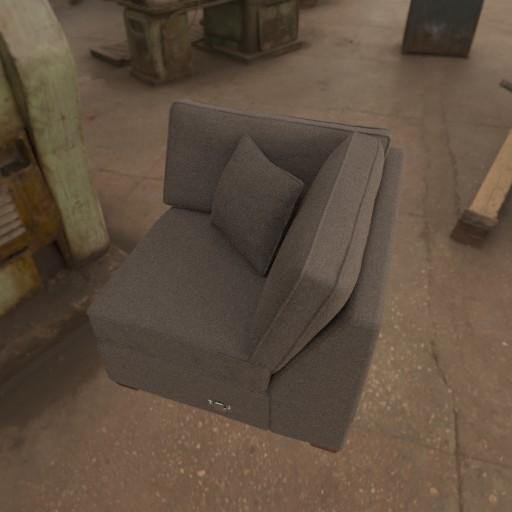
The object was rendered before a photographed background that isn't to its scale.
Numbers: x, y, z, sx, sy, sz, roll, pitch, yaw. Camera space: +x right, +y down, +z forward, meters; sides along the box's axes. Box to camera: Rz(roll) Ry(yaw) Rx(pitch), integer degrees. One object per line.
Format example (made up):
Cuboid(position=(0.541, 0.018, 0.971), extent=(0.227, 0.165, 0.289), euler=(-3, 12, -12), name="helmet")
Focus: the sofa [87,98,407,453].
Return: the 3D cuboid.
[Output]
Cuboid(position=(0.000, 0.000, 1.940), extent=(1.084, 1.002, 1.146), euler=(12, 43, 14), name="sofa")
